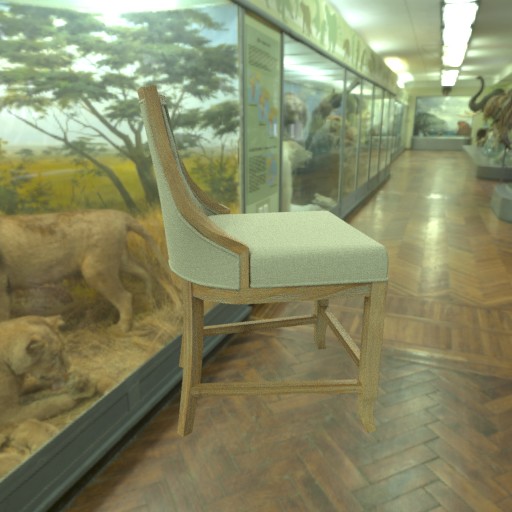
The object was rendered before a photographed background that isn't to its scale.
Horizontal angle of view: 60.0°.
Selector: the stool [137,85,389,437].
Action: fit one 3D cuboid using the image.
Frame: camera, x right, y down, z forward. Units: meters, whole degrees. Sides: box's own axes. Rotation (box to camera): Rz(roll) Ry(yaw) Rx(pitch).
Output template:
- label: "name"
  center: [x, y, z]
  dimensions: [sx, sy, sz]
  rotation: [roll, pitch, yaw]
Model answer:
- label: "stool"
  center: [0.000, 0.000, 1.347]
  dimensions: [0.626, 0.938, 0.524]
  rotation: [-3, 17, -8]
